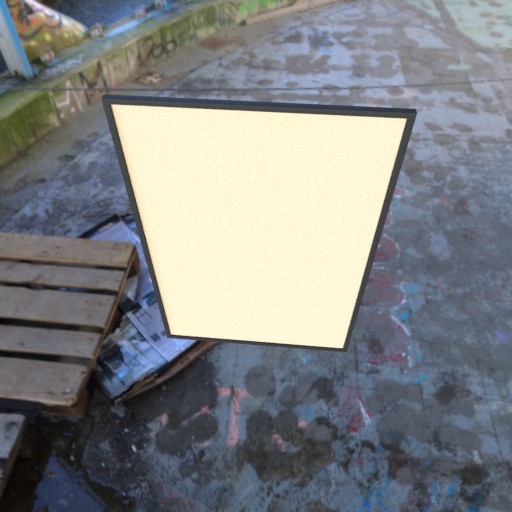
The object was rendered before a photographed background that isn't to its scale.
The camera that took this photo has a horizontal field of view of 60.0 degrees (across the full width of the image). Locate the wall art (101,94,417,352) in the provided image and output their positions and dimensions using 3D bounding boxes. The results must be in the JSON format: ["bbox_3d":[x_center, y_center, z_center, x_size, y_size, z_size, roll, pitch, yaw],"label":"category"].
[{"bbox_3d":[0.000,0.000,0.890,0.460,0.660,0.013,4,48,4],"label":"wall art"}]
